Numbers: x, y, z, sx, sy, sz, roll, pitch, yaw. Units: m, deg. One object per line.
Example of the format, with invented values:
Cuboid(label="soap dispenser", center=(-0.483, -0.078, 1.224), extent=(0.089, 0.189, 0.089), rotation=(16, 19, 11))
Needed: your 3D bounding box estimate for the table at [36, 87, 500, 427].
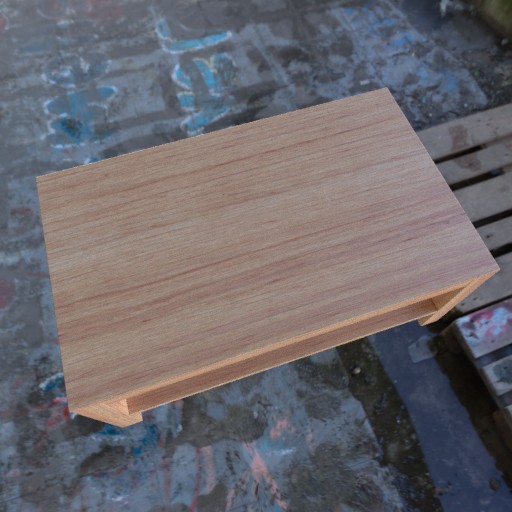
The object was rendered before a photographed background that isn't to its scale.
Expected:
Cuboid(label="table", center=(0.000, 0.000, 1.454), extent=(1.146, 0.457, 0.695), rotation=(-17, 66, -8))
